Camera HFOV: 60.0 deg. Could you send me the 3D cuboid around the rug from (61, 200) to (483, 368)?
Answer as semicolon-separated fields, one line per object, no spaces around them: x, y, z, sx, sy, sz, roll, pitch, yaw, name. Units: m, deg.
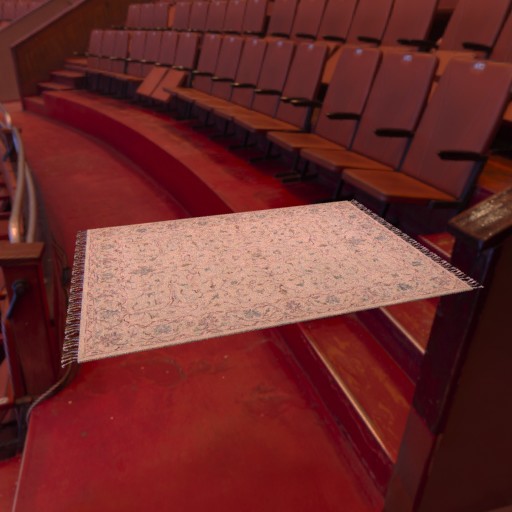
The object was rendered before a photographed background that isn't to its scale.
0.000;0.000;2.301;1.802;0.008;1.247;-8;28;-15;rug
